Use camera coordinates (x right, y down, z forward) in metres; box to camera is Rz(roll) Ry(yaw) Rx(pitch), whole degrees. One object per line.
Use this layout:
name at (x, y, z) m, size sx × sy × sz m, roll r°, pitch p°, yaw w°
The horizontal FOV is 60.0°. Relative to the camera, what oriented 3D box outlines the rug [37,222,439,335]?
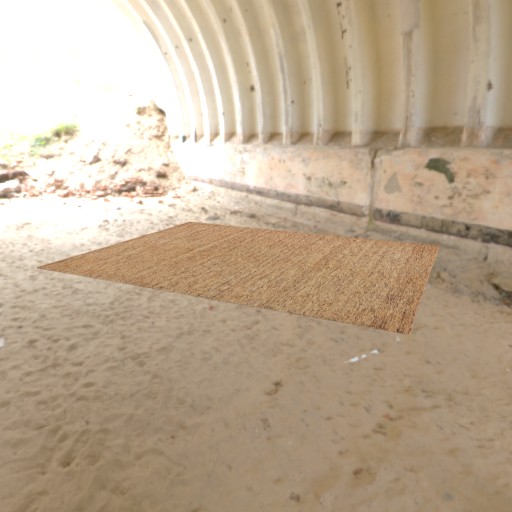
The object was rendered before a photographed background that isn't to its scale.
rug at (0.000, 0.000, 4.366) m, size 3.200 × 0.012 × 2.438 m, roll 7°, pitch 17°, yaw 25°
